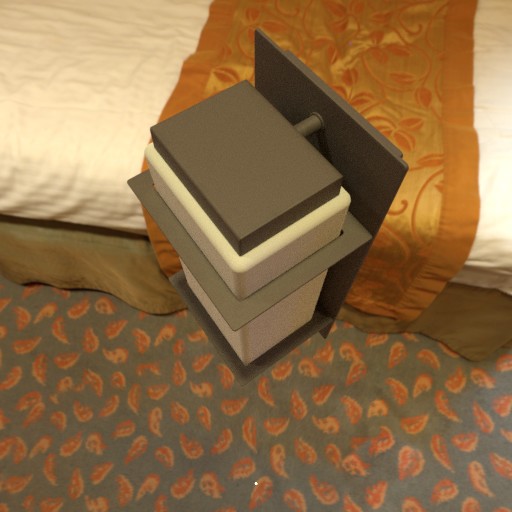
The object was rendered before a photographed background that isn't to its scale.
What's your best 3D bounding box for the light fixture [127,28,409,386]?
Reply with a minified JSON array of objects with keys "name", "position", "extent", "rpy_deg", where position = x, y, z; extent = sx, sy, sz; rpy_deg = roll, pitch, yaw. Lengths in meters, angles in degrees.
[{"name":"light fixture","position":[0.000,0.000,0.427],"extent":[0.146,0.347,0.153],"rpy_deg":[-32,67,-15]}]
